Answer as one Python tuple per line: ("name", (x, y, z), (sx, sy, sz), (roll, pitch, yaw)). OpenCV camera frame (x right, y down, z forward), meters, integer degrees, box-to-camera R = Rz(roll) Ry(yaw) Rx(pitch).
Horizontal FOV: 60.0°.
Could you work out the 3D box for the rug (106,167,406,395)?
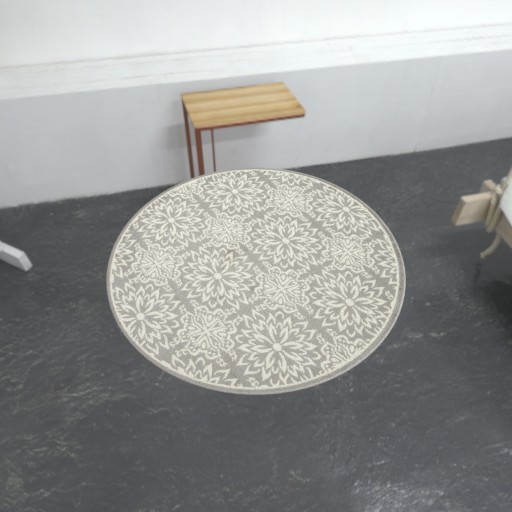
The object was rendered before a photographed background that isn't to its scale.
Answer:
("rug", (0.000, 0.000, 2.418), (1.593, 0.012, 1.593), (0, 48, 0))
